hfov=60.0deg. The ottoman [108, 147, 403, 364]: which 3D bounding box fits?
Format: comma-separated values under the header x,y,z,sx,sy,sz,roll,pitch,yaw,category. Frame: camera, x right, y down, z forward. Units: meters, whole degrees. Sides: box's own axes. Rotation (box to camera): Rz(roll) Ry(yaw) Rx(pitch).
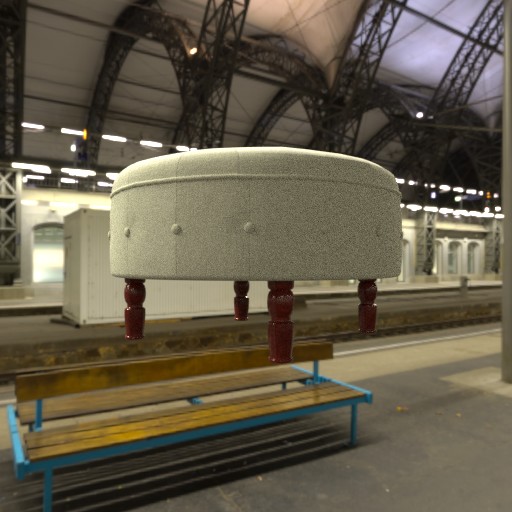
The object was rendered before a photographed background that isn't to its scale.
x,y,z,sx,sy,sz,roll,pitch,yaw,category
0.000,0.000,1.354,0.850,0.483,0.850,0,-1,0,ottoman
